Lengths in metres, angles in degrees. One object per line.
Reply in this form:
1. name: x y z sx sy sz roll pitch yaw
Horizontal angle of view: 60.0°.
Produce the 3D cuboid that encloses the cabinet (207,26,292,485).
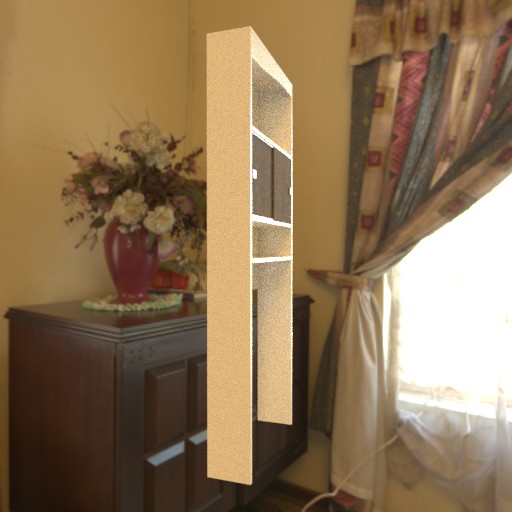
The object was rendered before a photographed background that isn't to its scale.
1. cabinet: 0.000 0.000 2.042 0.192 1.770 0.643 0 1 19
